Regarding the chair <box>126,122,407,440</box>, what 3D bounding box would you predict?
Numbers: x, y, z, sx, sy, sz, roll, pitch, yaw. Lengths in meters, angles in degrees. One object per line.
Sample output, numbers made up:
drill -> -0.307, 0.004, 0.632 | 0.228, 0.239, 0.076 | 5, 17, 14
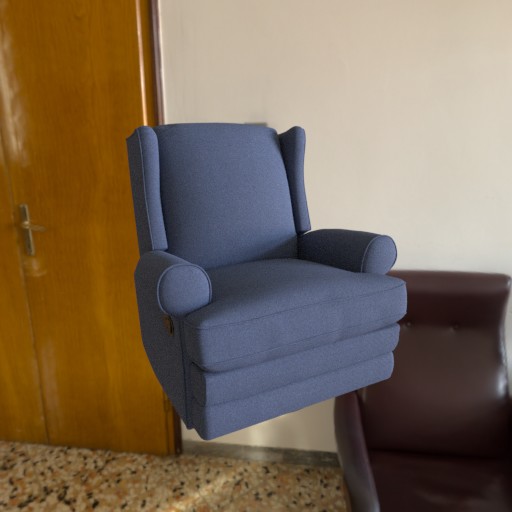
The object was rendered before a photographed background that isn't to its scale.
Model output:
chair -> 0.000, 0.000, 1.759 | 0.971, 1.020, 0.877 | -9, 18, -27
